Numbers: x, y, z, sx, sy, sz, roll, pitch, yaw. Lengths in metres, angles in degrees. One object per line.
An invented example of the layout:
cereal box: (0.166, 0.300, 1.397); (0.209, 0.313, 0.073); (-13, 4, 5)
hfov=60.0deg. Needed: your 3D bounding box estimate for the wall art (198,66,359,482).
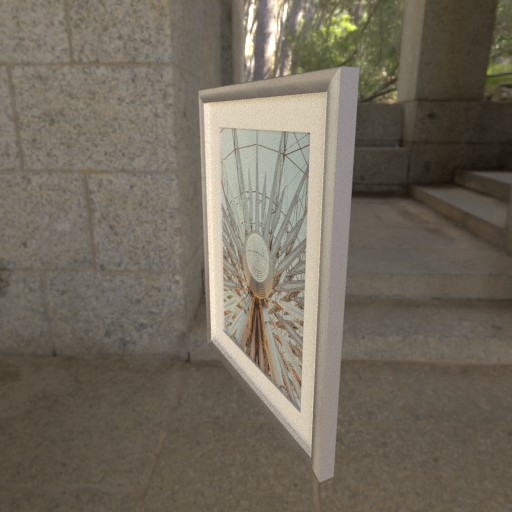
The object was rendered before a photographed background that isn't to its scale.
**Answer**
wall art: (0.000, 0.000, 0.760); (0.029, 0.558, 0.458); (-8, 19, -25)
